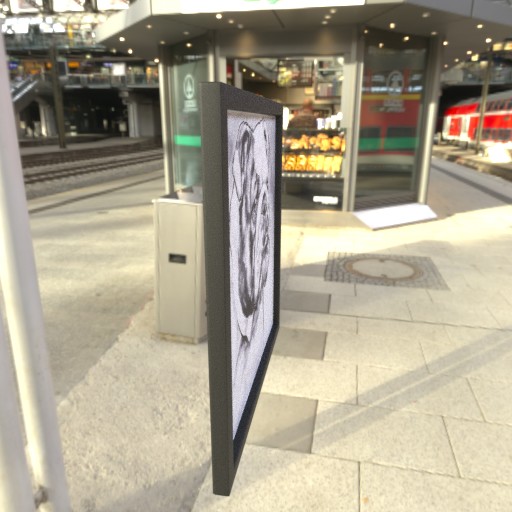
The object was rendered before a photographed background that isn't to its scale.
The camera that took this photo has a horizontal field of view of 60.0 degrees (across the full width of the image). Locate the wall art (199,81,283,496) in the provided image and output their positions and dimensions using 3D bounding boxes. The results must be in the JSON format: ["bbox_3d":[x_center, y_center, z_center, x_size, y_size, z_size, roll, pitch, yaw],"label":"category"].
[{"bbox_3d":[0.000,0.000,0.669,0.022,0.453,0.456,3,17,10],"label":"wall art"}]
